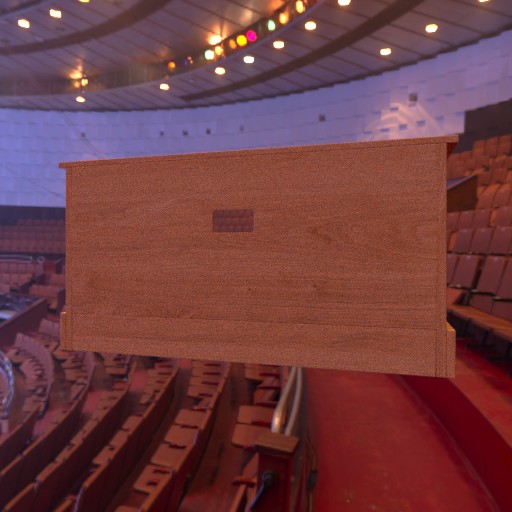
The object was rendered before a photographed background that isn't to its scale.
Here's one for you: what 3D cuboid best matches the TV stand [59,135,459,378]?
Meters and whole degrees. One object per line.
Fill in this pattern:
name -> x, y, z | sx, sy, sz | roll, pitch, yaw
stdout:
TV stand -> 0.000, 0.000, 1.361 | 1.080, 0.550, 0.440 | 0, 0, 16
